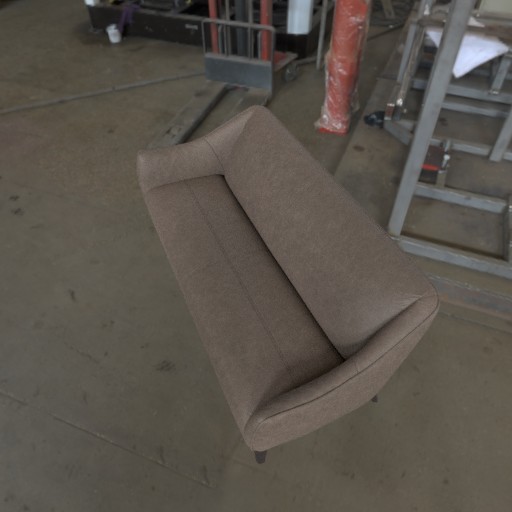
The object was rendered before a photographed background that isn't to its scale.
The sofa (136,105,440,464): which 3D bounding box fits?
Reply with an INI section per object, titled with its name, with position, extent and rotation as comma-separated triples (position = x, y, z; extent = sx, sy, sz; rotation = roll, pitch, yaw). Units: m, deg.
[sofa]
position = 0.000, 0.000, 2.424
extent = 0.869, 0.831, 1.928
rotation = -17, 48, -16
